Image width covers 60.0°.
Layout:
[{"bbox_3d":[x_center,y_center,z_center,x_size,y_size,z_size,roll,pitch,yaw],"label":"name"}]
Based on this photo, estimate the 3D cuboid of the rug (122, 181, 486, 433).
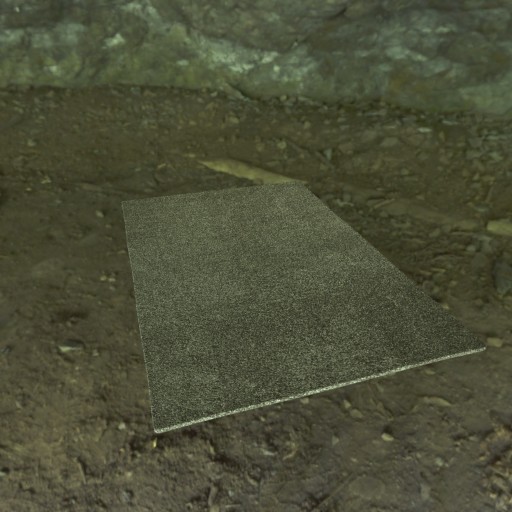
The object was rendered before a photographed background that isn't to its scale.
[{"bbox_3d":[0.000,0.000,3.305,1.802,0.026,2.699,-9,31,-15],"label":"rug"}]
